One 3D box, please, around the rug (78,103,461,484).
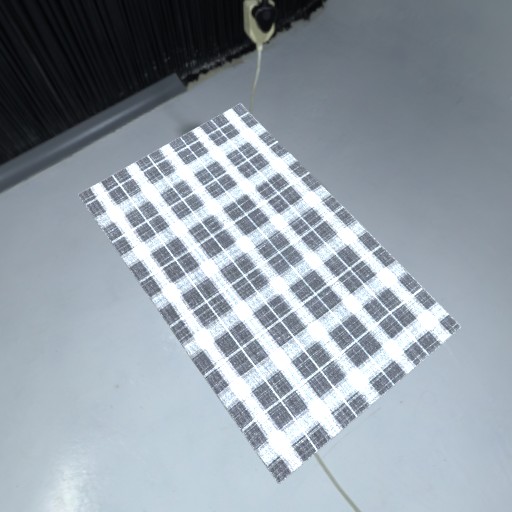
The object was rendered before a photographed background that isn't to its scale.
[{"bbox_3d":[0.000,0.000,3.101,1.520,0.015,2.434,-34,69,-15],"label":"rug"}]
